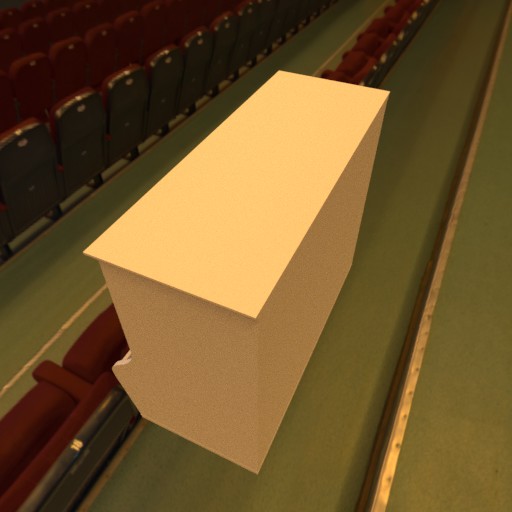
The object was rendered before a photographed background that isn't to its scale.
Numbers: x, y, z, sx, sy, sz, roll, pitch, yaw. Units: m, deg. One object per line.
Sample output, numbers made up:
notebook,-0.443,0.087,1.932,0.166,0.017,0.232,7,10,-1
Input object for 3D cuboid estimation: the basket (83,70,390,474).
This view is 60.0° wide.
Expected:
basket,0.000,0.000,1.147,0.376,0.625,0.792,18,48,18
